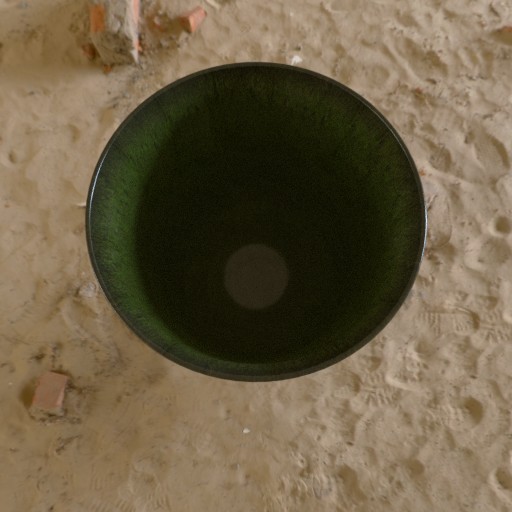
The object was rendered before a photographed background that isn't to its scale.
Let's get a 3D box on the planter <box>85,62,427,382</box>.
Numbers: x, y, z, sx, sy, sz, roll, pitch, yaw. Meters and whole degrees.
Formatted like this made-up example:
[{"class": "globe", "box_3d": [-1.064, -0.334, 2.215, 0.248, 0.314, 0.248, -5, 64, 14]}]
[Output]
[{"class": "planter", "box_3d": [0.000, 0.000, 0.447, 0.245, 0.270, 0.245, 0, 74, 0]}]
